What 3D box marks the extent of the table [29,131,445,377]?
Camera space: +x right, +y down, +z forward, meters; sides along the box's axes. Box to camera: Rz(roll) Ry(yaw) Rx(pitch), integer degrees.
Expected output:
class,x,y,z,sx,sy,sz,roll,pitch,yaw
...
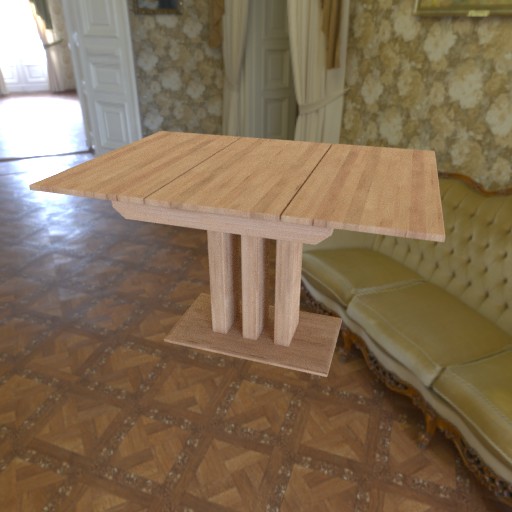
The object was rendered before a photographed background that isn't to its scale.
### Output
class,x,y,z,sx,sy,sz,roll,pitch,yaw
table,0.000,0.000,1.854,1.300,0.770,0.900,9,29,16
